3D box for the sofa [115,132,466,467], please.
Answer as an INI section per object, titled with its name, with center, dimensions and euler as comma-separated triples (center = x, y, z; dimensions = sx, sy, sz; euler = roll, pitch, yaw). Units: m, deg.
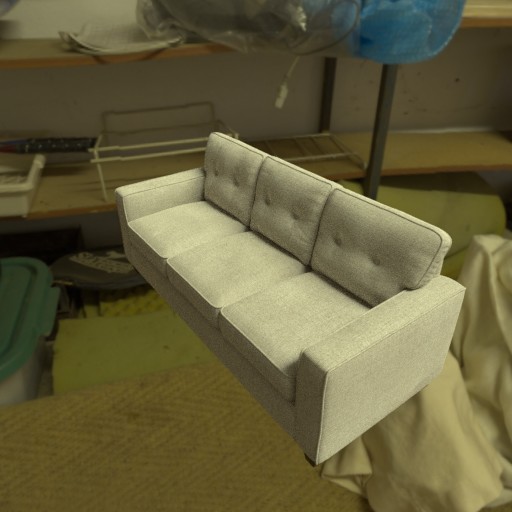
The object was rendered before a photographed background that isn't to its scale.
[sofa]
center = 0.000, 0.000, 2.658
dimensions = 0.939, 0.965, 2.133
euler = -21, 38, -30
